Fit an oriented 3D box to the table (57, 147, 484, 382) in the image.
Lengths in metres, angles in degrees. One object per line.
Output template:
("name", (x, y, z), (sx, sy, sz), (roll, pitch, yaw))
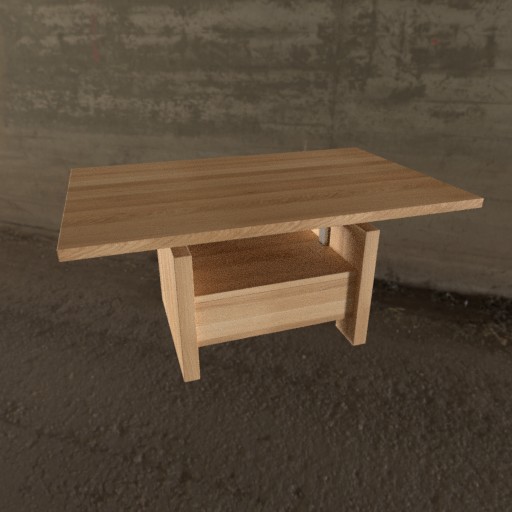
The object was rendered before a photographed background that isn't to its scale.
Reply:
("table", (0.000, 0.000, 1.483), (1.100, 0.510, 0.700), (-8, 27, -16))
